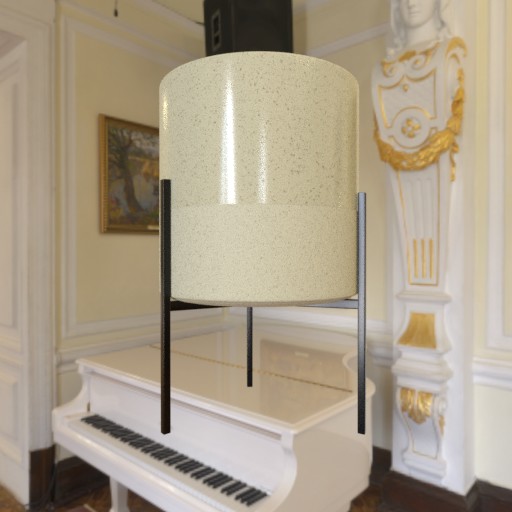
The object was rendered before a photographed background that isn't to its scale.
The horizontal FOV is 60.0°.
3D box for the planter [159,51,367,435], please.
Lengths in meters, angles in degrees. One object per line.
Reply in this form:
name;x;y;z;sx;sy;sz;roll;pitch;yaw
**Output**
planter;0.000;0.000;0.532;0.243;0.390;0.234;0;1;-37
